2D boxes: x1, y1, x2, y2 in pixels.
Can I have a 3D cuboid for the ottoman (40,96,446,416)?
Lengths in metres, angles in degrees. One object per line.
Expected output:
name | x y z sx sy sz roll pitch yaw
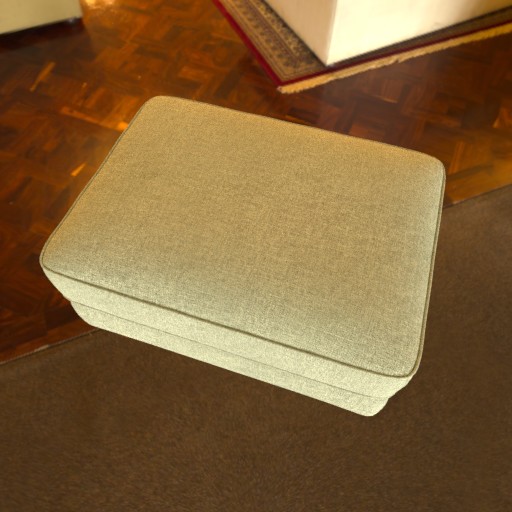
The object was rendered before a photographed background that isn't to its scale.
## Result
ottoman | 0.000 0.000 1.285 0.889 0.561 0.661 16 59 10
